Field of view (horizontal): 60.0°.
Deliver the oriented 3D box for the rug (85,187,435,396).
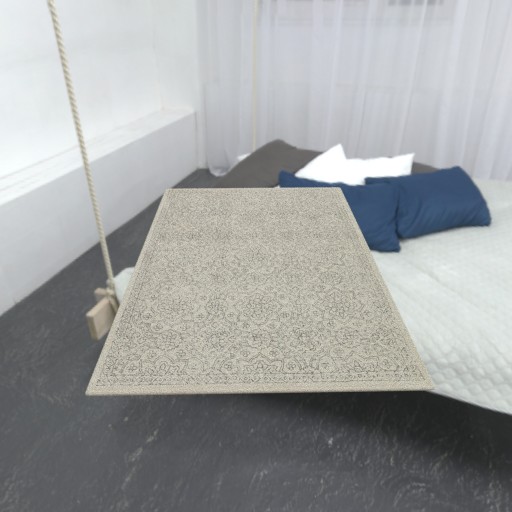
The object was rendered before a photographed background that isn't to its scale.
[{"bbox_3d":[0.000,0.000,2.897,1.524,0.011,2.286,-1,31,-1],"label":"rug"}]
